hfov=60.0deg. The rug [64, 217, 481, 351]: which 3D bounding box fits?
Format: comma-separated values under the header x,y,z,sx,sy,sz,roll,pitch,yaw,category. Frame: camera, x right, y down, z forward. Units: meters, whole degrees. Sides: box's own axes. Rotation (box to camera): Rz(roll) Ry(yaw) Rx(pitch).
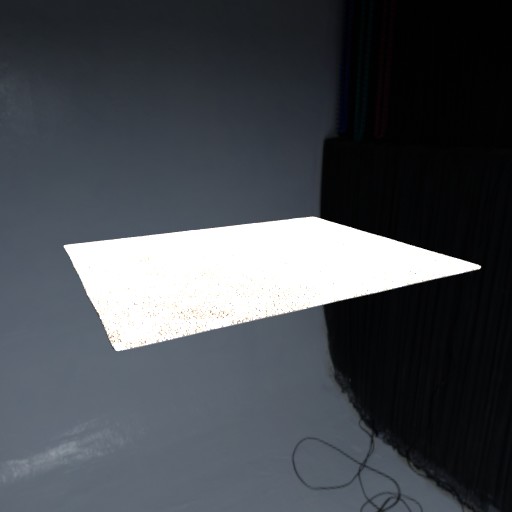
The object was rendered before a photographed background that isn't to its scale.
x,y,z,sx,sy,sz,roll,pitch,yaw,category
0.000,0.000,4.088,3.047,0.029,2.438,-9,18,-27,rug
